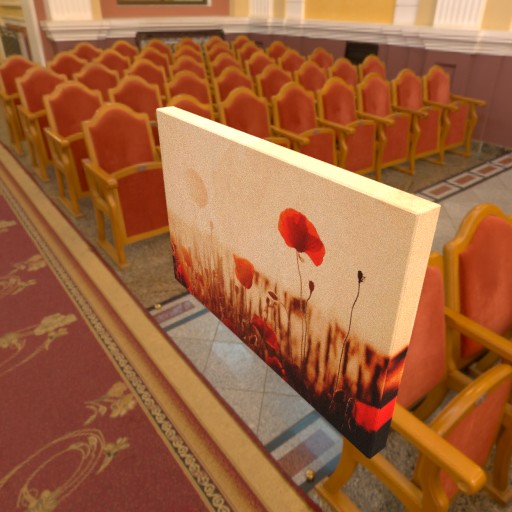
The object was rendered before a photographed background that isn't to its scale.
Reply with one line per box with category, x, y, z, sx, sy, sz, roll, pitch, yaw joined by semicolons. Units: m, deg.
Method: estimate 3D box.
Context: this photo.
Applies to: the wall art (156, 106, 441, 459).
wall art;0.000;0.000;0.778;0.040;0.402;0.613;-21;36;-31
